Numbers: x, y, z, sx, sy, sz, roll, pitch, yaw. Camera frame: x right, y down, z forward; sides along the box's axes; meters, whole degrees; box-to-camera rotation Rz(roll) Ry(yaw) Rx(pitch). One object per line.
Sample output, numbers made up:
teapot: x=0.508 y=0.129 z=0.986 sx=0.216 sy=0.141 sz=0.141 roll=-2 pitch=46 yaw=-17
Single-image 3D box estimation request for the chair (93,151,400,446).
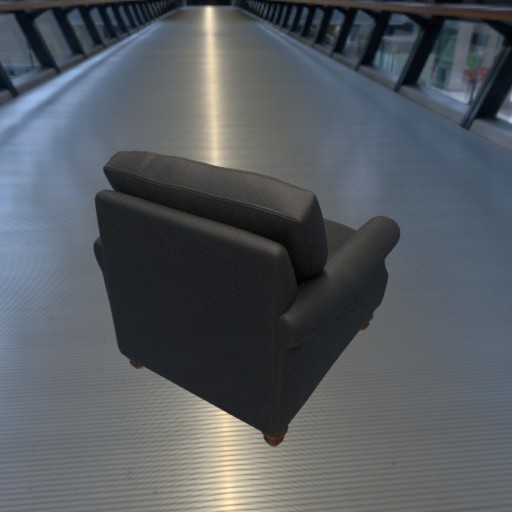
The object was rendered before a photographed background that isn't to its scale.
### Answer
chair: x=0.000 y=0.000 z=1.854 sx=1.015 sy=0.960 sz=1.027 roll=22 pitch=36 yaw=33
